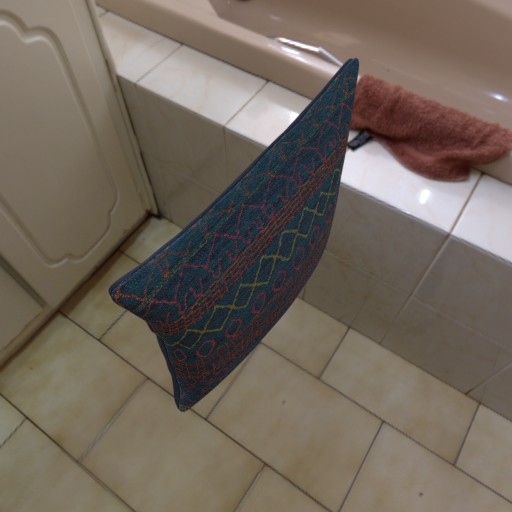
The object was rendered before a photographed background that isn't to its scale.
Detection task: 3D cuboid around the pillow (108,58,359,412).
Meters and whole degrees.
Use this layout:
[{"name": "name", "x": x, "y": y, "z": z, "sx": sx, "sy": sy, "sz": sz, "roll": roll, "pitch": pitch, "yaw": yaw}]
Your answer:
[{"name": "pillow", "x": 0.000, "y": 0.000, "z": 0.653, "sx": 0.141, "sy": 0.431, "sz": 0.431, "roll": 32, "pitch": 64, "yaw": 18}]
